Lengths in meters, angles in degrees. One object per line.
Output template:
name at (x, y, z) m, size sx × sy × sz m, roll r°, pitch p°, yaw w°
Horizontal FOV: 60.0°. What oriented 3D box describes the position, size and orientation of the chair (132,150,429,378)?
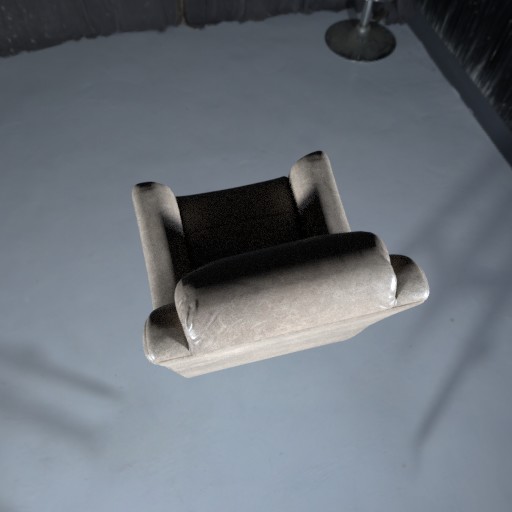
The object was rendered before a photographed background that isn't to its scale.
chair at (0.000, 0.000, 1.918) m, size 0.967 × 1.116 × 1.068 m, roll -12°, pitch 59°, yaw -7°
